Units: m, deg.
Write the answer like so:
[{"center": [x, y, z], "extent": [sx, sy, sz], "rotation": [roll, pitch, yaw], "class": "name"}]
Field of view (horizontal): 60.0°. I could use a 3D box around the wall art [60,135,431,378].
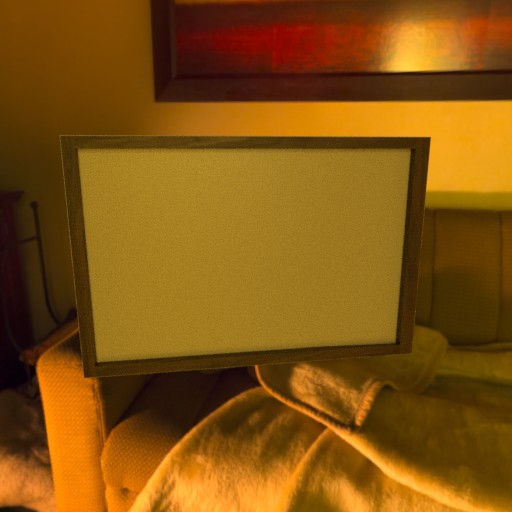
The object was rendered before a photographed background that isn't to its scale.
[{"center": [0.000, 0.000, 1.459], "extent": [1.138, 0.761, 0.051], "rotation": [-2, 14, -9], "class": "wall art"}]
